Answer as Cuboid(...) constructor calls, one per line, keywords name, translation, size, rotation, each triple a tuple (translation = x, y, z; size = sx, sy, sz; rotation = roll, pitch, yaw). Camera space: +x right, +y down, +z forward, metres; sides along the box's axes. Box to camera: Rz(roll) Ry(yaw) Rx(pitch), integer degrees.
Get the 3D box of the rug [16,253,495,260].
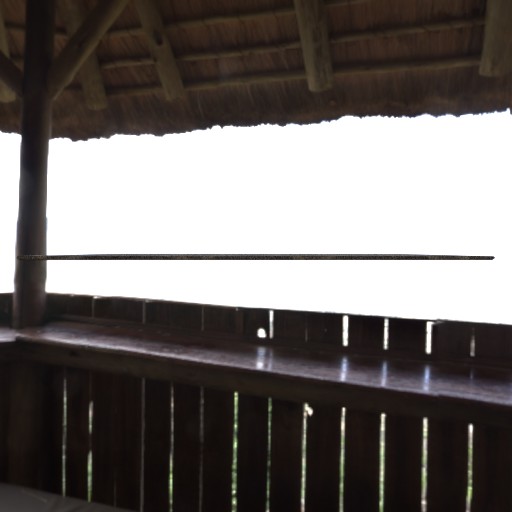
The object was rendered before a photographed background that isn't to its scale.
Cuboid(name="rug", translation=(0.000, 0.000, 3.382), size=(2.701, 0.026, 1.801), rotation=(0, 1, 0))
